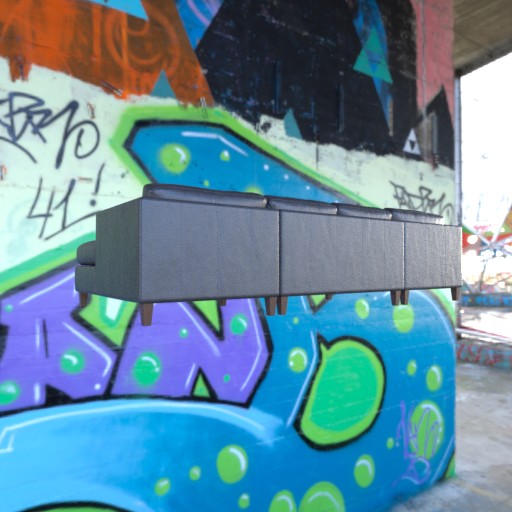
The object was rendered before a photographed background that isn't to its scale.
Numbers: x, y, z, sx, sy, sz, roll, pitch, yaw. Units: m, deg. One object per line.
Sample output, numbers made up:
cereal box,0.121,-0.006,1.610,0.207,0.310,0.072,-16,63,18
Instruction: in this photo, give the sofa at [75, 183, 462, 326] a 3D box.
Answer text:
sofa,0.000,0.000,4.468,3.324,0.891,2.452,1,-2,-35
